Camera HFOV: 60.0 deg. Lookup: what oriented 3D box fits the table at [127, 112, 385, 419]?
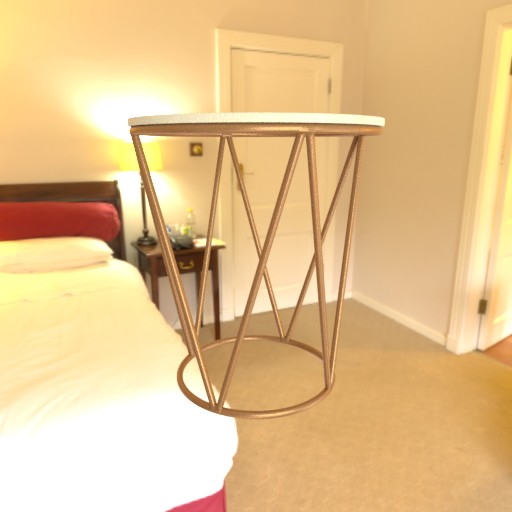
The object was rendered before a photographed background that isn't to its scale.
[{"bbox_3d":[0.000,0.000,0.963,0.500,0.564,0.500,0,14,0],"label":"table"}]
